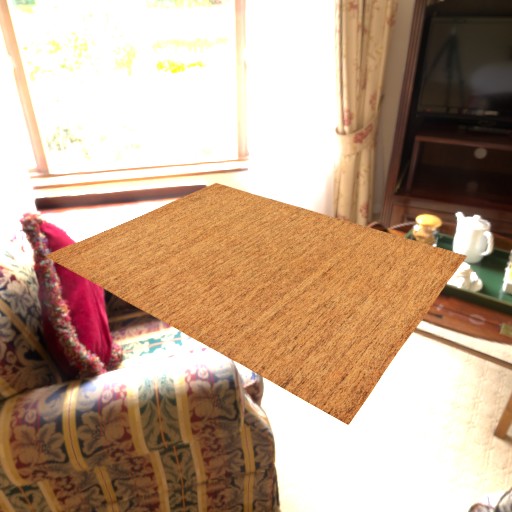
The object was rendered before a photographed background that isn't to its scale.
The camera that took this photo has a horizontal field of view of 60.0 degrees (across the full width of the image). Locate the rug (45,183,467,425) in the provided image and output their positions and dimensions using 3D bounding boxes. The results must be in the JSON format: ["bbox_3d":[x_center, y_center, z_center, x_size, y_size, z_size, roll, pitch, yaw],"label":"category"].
[{"bbox_3d":[0.000,0.000,4.224,3.200,0.012,2.438,21,36,32],"label":"rug"}]
